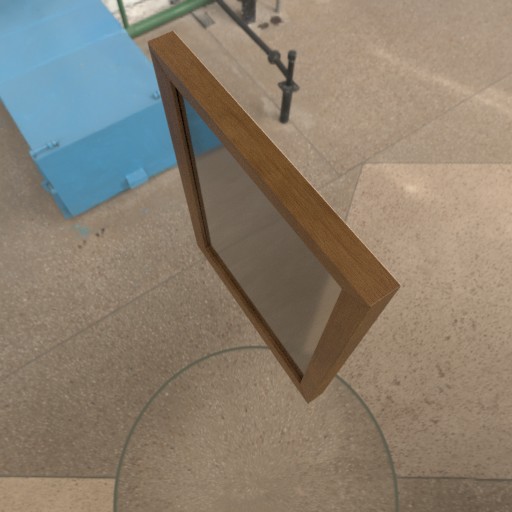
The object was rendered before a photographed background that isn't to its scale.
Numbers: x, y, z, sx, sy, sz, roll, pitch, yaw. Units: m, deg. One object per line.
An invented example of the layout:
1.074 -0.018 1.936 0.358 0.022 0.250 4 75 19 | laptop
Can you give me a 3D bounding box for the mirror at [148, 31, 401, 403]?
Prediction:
0.000 0.000 0.682 0.041 0.508 0.405 -31 67 -15 | mirror
